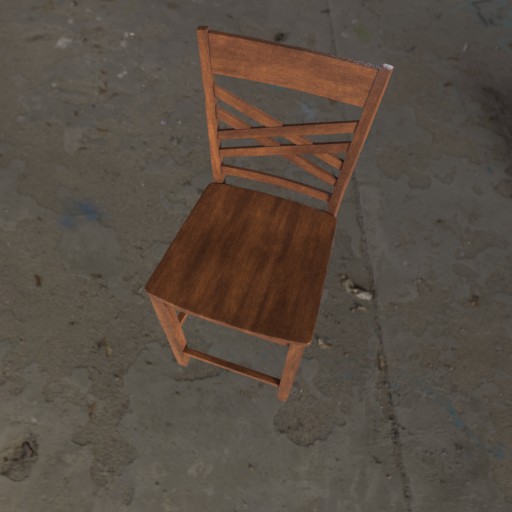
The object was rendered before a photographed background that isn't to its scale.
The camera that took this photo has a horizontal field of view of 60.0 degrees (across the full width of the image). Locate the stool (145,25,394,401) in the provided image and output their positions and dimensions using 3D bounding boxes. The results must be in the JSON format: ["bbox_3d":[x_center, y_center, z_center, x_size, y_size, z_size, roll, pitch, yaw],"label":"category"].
[{"bbox_3d":[0.000,0.000,1.346,0.462,1.079,0.539,17,61,10],"label":"stool"}]
